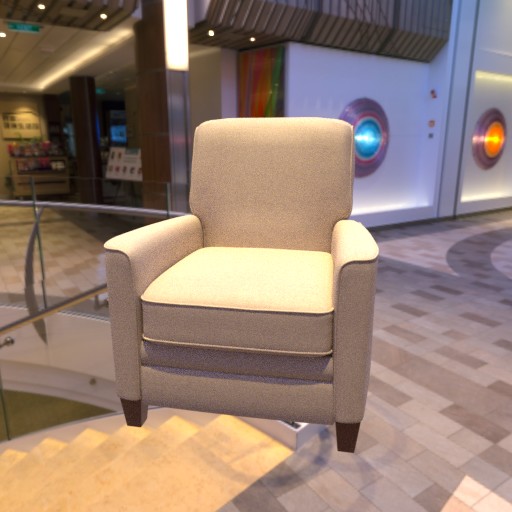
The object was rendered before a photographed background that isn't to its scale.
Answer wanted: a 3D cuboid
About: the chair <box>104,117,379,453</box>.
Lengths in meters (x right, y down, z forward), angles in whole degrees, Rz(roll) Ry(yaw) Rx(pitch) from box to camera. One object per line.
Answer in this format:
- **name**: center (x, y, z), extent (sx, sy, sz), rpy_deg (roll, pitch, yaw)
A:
- **chair**: center (0.000, 0.000, 1.655), extent (0.841, 1.023, 0.858), rpy_deg (3, 15, 10)
